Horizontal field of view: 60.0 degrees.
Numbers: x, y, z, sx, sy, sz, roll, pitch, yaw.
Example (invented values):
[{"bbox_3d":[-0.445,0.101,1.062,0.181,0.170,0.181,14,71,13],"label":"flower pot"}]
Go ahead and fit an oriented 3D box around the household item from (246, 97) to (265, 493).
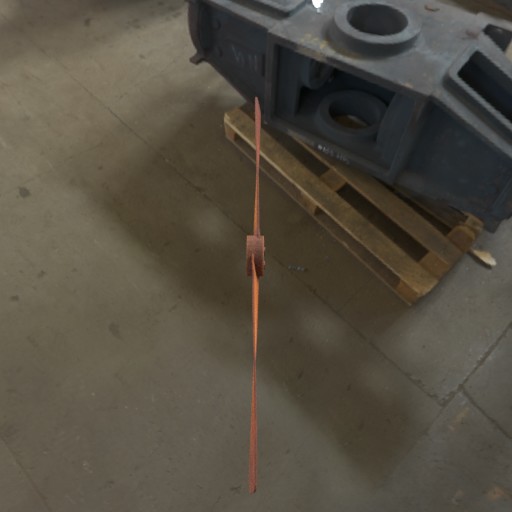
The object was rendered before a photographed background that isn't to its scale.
[{"bbox_3d":[0.000,0.000,1.249,0.051,0.121,1.181,1,63,0],"label":"household item"}]
